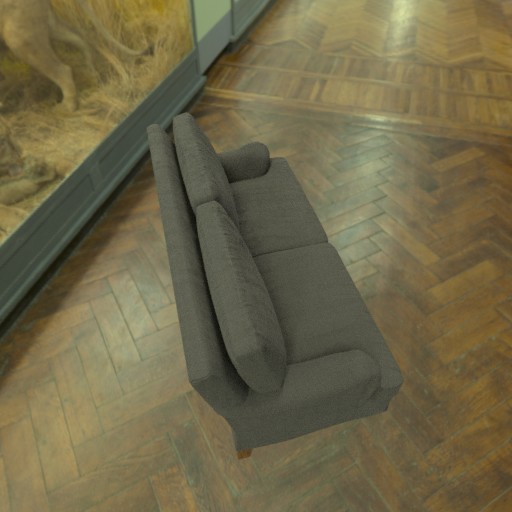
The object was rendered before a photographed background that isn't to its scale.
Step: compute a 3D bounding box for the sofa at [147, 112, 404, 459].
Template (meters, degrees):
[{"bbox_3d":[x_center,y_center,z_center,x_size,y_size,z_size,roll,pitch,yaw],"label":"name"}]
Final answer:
[{"bbox_3d":[0.000,0.000,2.877,1.086,1.087,2.165,-10,47,-10],"label":"sofa"}]
